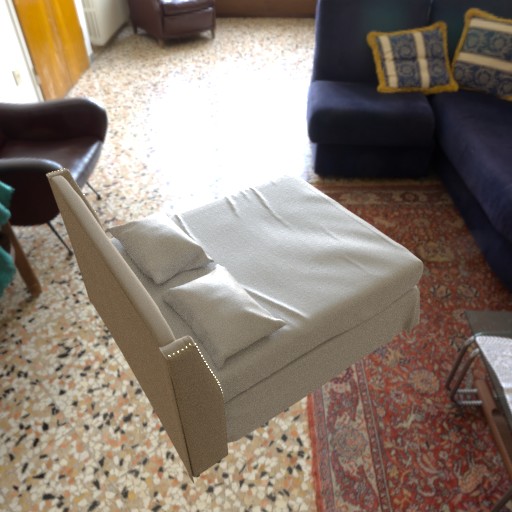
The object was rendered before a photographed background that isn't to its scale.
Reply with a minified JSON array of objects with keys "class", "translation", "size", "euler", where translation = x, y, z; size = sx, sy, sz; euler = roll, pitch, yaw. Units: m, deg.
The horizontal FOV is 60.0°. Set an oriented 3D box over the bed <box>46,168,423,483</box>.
[{"class":"bed","translation":[0.000,0.000,3.400],"size":[2.276,1.332,1.925],"euler":[-25,47,-25]}]
